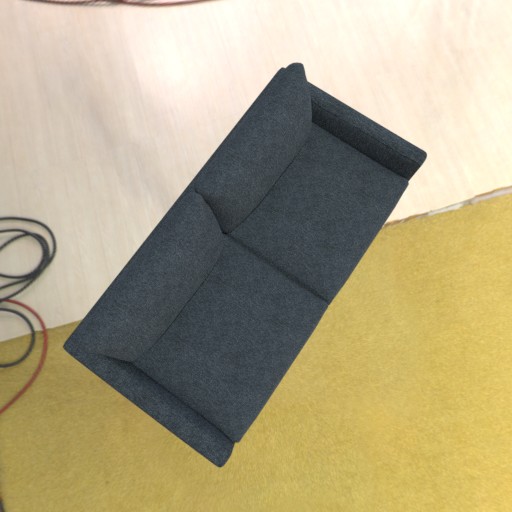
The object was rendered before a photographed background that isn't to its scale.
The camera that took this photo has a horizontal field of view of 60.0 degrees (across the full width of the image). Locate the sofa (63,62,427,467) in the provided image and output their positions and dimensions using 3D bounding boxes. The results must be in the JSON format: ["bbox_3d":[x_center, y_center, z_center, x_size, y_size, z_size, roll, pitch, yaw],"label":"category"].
[{"bbox_3d":[0.000,0.000,2.180,0.866,0.862,1.716,34,79,8],"label":"sofa"}]
